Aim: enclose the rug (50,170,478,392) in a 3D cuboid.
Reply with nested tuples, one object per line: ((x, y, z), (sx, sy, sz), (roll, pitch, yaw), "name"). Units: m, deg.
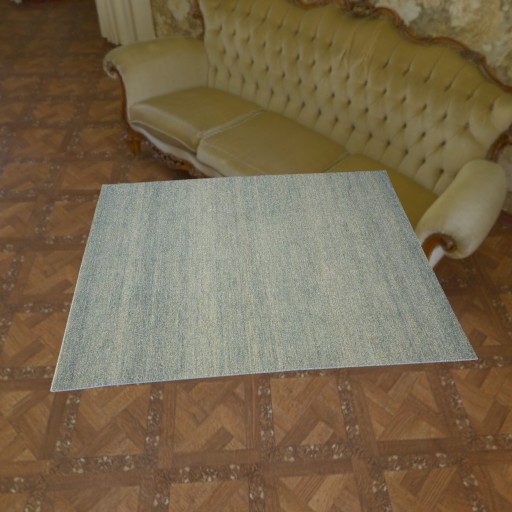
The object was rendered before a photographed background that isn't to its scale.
((0.000, 0.000, 4.165), (3.237, 0.046, 2.461), (-3, 47, -3), "rug")
